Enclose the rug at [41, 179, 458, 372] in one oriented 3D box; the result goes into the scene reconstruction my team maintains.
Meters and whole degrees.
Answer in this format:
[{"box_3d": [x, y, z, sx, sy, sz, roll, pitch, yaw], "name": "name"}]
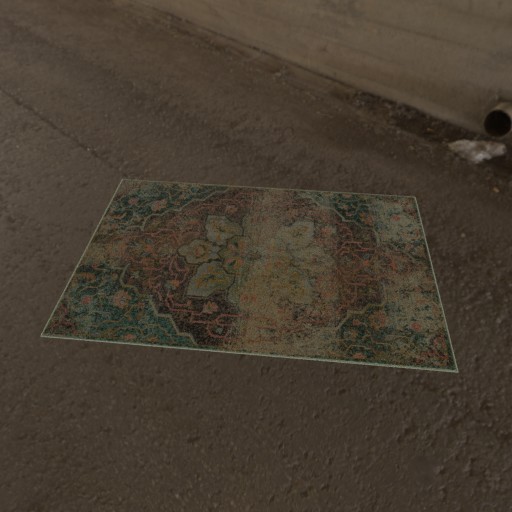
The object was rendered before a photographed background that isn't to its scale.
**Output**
[{"box_3d": [0.000, 0.000, 2.992, 2.363, 0.004, 1.566, 5, 46, 5], "name": "rug"}]
